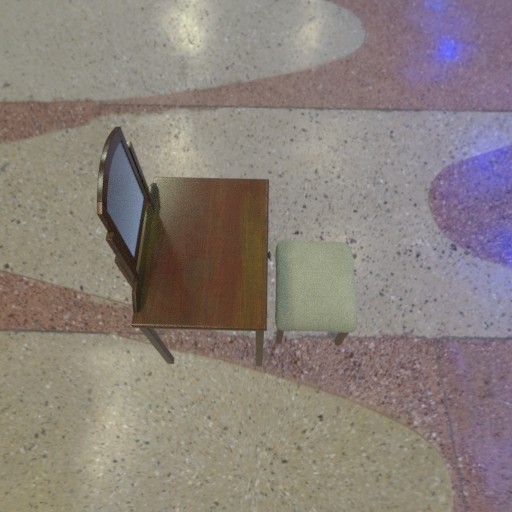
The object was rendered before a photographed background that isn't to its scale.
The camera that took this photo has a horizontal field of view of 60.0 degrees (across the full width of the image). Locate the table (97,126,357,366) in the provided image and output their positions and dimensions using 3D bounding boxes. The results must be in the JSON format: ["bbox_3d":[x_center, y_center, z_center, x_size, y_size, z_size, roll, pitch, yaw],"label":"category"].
[{"bbox_3d":[0.000,0.000,2.383,1.211,1.631,0.876,1,64,1],"label":"table"}]
